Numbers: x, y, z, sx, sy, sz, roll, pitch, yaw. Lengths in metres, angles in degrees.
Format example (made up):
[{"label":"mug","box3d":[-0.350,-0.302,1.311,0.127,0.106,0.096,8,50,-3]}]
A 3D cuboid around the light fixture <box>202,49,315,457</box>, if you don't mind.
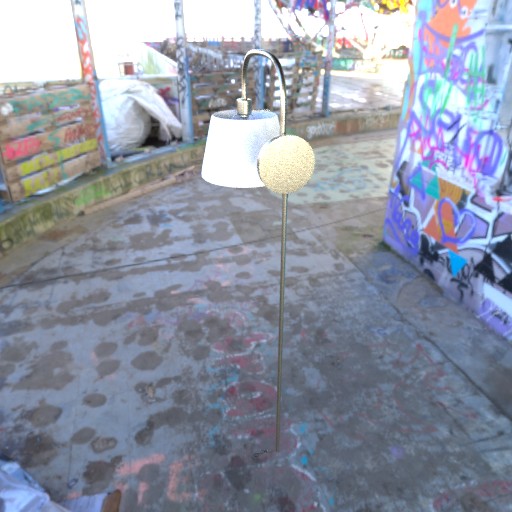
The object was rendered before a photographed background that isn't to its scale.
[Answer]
[{"label":"light fixture","box3d":[0.000,0.000,0.471,0.092,0.399,0.176,-7,28,-14]}]
